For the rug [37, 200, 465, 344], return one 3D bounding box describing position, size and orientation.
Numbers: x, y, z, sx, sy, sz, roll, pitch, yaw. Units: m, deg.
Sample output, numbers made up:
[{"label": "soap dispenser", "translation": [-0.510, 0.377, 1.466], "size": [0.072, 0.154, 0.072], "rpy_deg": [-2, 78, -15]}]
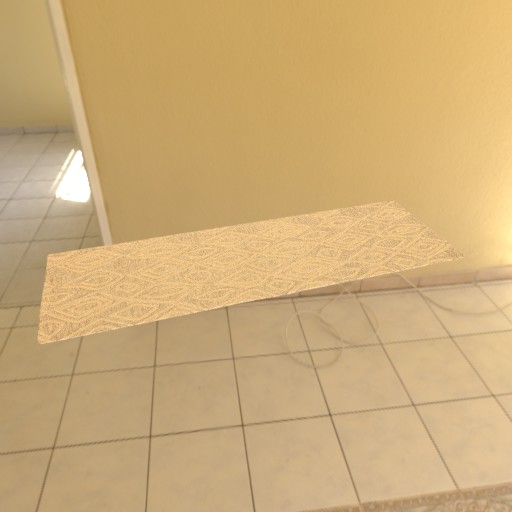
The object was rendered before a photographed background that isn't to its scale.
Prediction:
[{"label": "rug", "translation": [0.000, 0.000, 2.710], "size": [2.436, 0.013, 0.807], "rpy_deg": [-10, 35, -15]}]
